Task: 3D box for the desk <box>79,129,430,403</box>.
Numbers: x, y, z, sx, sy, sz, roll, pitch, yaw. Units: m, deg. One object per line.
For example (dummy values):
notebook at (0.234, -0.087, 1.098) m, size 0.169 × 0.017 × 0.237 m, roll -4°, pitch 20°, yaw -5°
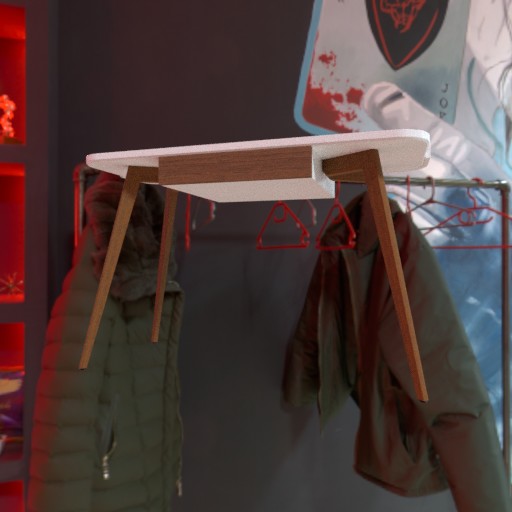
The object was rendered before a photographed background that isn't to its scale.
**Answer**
desk at (0.000, 0.000, 1.641) m, size 1.206 × 0.807 × 0.534 m, roll 0°, pitch 0°, yaw 18°
